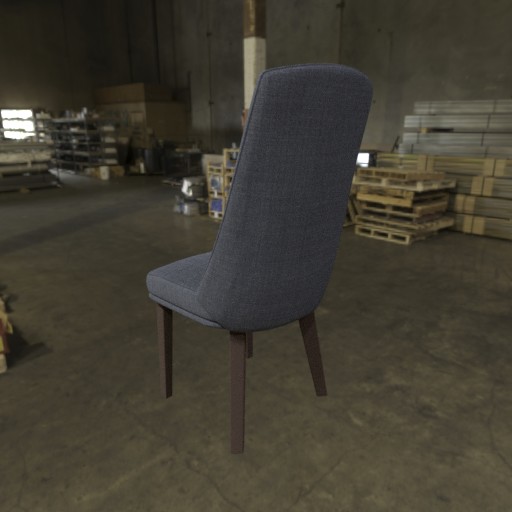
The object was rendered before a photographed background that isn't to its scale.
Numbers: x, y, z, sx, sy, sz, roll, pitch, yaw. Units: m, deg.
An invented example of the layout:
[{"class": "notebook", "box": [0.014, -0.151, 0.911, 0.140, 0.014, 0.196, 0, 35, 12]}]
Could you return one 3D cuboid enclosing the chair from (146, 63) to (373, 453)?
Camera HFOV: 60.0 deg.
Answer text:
[{"class": "chair", "box": [0.000, 0.000, 1.376, 0.510, 1.050, 0.577, -16, 22, -42]}]
